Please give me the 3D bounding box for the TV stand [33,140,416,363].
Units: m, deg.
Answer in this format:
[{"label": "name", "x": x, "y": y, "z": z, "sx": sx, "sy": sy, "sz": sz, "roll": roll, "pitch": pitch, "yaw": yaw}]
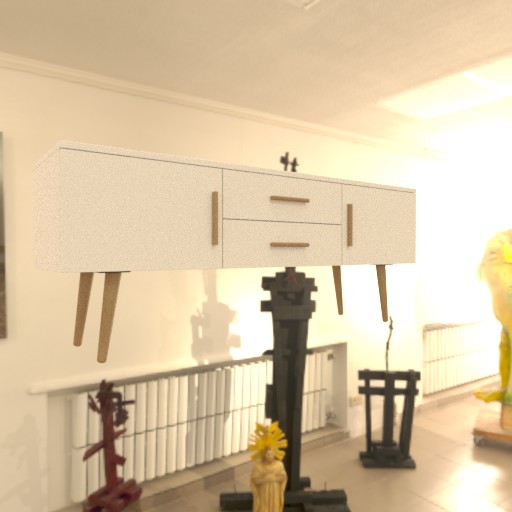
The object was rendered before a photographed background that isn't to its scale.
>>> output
[{"label": "TV stand", "x": 0.000, "y": 0.000, "z": 1.606, "sx": 1.398, "sy": 0.560, "sz": 0.401, "roll": 0, "pitch": 1, "yaw": -36}]
